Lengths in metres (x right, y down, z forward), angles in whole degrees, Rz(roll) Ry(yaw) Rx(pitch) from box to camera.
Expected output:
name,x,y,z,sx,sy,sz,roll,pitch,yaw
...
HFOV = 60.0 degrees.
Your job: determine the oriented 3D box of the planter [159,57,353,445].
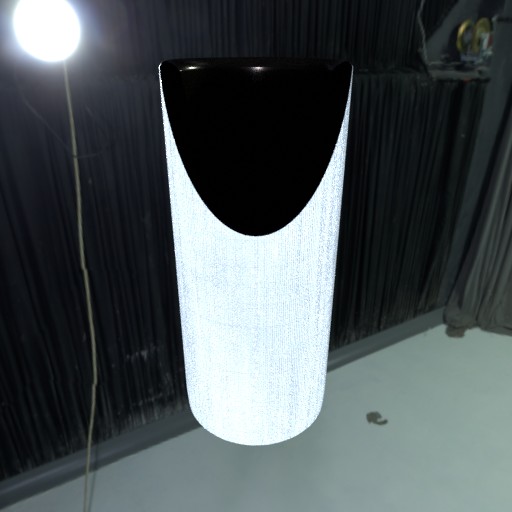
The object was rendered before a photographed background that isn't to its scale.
name,x,y,z,sx,sy,sz,roll,pitch,yaw
planter,0.000,0.000,0.127,0.045,0.103,0.045,-17,31,-31
